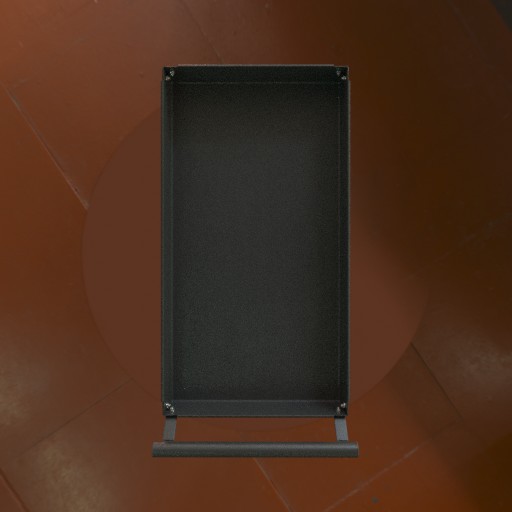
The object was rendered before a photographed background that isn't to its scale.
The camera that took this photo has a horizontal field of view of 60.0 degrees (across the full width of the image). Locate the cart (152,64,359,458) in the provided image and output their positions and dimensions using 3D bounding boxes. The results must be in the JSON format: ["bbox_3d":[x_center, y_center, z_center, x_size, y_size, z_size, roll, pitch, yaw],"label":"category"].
[{"bbox_3d":[0.000,0.000,1.170,0.366,0.780,0.719,0,90,0],"label":"cart"}]
